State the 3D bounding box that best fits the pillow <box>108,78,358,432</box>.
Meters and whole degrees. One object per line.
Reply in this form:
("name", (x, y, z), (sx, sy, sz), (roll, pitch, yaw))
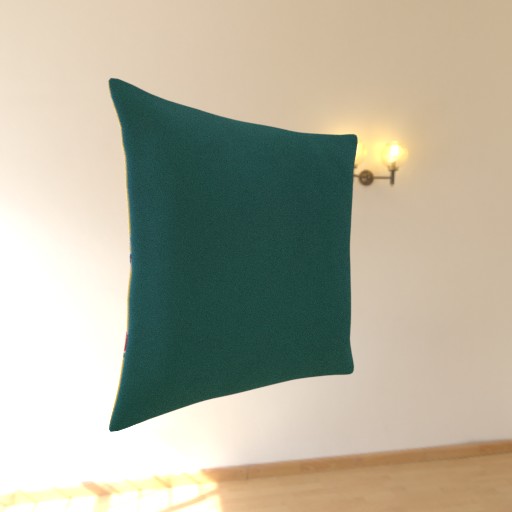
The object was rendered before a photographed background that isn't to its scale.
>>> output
("pillow", (0.000, 0.000, 0.788), (0.525, 0.508, 0.166), (-1, 1, -37))
